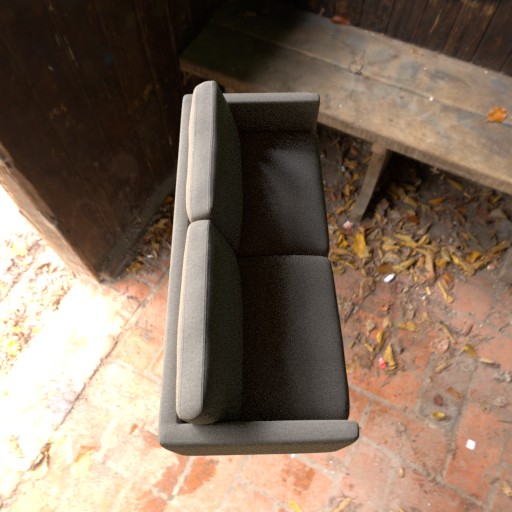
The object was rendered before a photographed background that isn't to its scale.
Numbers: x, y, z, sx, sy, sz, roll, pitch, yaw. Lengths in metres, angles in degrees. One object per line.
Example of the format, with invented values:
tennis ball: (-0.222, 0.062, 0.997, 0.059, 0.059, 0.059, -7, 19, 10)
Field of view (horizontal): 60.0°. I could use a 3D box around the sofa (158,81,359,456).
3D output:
sofa: (0.000, 0.000, 2.730, 0.956, 0.963, 2.208, -1, 63, -1)
